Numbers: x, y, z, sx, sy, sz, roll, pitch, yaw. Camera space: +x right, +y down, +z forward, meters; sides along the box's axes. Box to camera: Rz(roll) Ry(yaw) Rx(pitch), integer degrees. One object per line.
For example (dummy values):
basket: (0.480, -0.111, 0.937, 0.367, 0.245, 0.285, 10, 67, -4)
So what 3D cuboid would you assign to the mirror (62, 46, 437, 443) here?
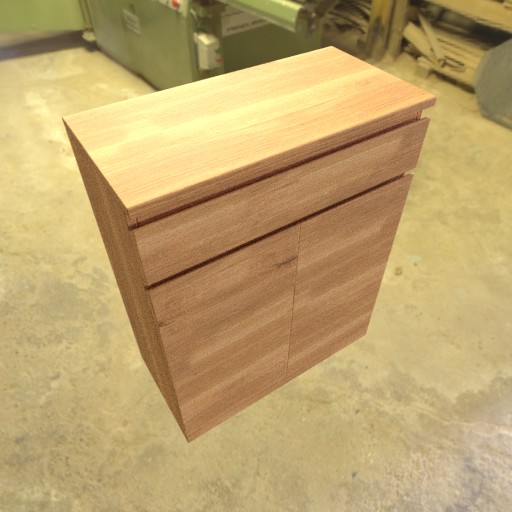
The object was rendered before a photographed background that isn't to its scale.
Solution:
mirror: (0.000, 0.000, 1.401, 0.800, 1.000, 0.400, -25, 50, -23)
